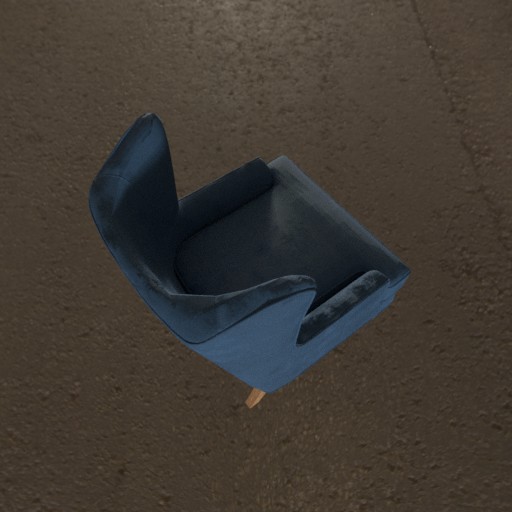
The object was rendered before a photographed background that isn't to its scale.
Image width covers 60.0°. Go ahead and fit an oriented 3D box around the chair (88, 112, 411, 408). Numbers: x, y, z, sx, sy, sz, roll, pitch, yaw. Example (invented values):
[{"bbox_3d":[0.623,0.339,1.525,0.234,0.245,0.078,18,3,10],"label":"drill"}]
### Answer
[{"bbox_3d":[0.000,0.000,1.651,0.910,0.952,0.793,-32,63,-19],"label":"chair"}]
